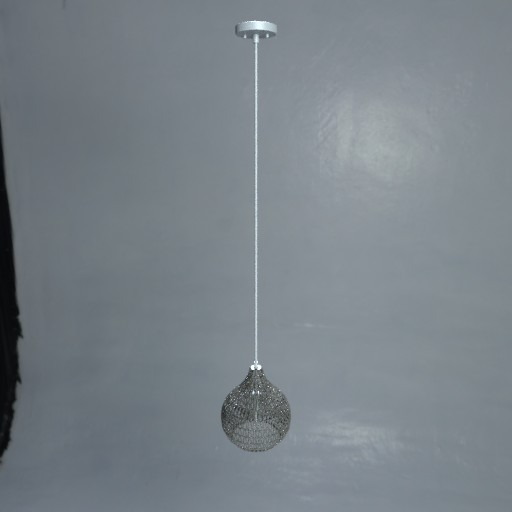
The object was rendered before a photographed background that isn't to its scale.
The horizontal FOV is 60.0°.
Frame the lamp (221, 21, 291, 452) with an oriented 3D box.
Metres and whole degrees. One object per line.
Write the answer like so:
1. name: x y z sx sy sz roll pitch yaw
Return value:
1. lamp: 0.000 0.000 2.038 0.355 1.919 0.355 2 15 9
